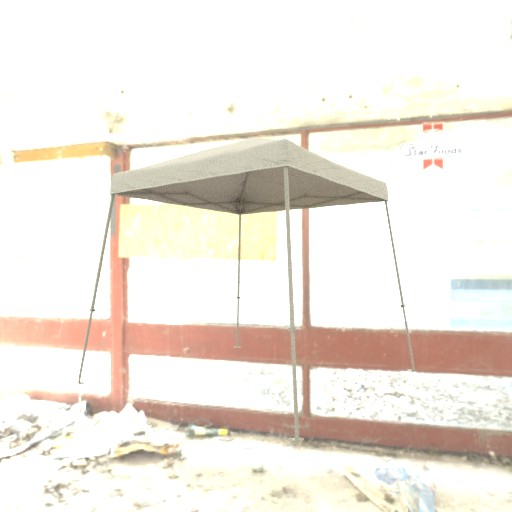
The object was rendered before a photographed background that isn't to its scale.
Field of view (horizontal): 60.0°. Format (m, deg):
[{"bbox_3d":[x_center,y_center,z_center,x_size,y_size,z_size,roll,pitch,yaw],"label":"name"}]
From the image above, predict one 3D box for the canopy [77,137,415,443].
[{"bbox_3d":[0.000,0.000,6.654,3.599,3.600,3.600,-1,-2,36],"label":"canopy"}]
